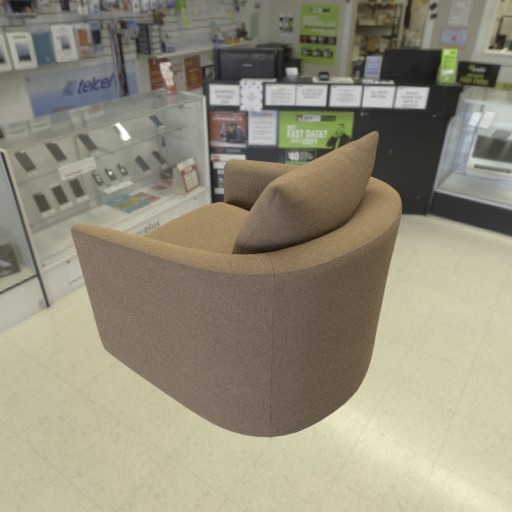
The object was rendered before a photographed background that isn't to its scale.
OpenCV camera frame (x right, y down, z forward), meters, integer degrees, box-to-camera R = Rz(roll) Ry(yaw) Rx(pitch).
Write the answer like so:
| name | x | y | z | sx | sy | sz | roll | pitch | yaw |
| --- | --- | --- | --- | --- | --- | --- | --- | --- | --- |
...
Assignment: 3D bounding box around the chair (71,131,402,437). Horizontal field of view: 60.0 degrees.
| name | x | y | z | sx | sy | sz | roll | pitch | yaw |
| --- | --- | --- | --- | --- | --- | --- | --- | --- | --- |
| chair | 0.000 | 0.000 | 1.560 | 0.910 | 0.848 | 0.845 | 22 | 38 | 31 |
